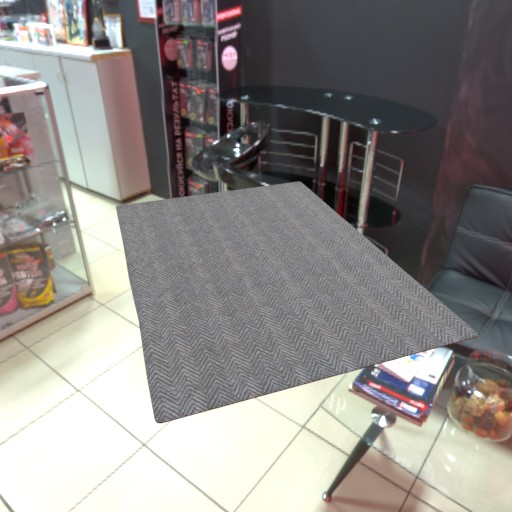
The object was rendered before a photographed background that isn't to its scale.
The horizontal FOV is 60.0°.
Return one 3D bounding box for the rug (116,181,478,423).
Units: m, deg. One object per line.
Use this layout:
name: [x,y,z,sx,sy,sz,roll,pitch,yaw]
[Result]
rug: [0.000,0.000,5.177,2.894,0.011,3.957,-10,32,-16]
